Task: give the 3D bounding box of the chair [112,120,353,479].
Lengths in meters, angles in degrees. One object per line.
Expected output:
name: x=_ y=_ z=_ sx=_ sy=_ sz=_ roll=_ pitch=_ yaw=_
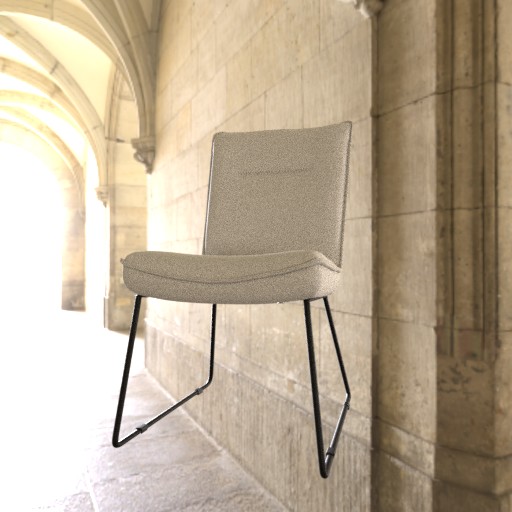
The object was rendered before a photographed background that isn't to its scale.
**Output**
chair: x=0.000 y=0.000 z=1.299 sx=0.515 sy=0.930 sz=0.688 roll=0 pitch=0 yaw=17
